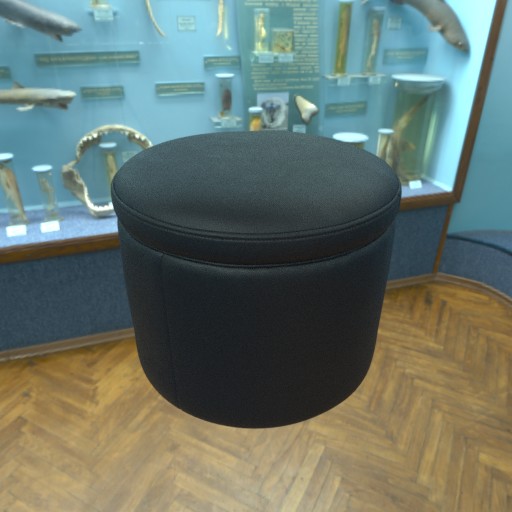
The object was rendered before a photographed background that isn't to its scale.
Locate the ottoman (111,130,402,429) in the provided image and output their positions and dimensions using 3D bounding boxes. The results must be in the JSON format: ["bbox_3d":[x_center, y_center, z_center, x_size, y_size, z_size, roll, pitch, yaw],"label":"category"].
[{"bbox_3d":[0.000,0.000,0.870,0.501,0.409,0.501,0,30,0],"label":"ottoman"}]
